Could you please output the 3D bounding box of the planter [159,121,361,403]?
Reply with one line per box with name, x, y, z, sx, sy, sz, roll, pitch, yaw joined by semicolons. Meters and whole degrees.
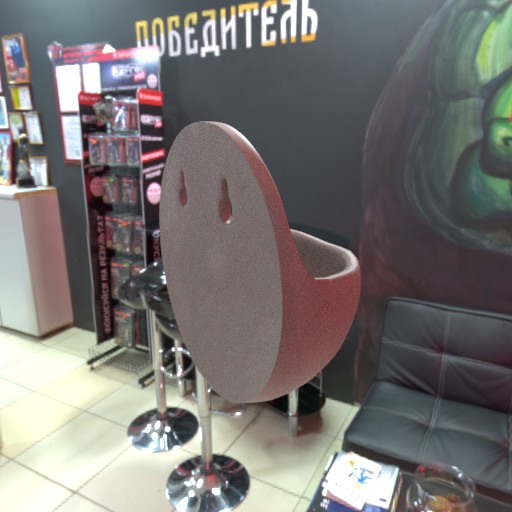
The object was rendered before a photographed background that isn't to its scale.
planter;0.000;0.000;0.283;0.073;0.164;0.190;-8;17;-28
